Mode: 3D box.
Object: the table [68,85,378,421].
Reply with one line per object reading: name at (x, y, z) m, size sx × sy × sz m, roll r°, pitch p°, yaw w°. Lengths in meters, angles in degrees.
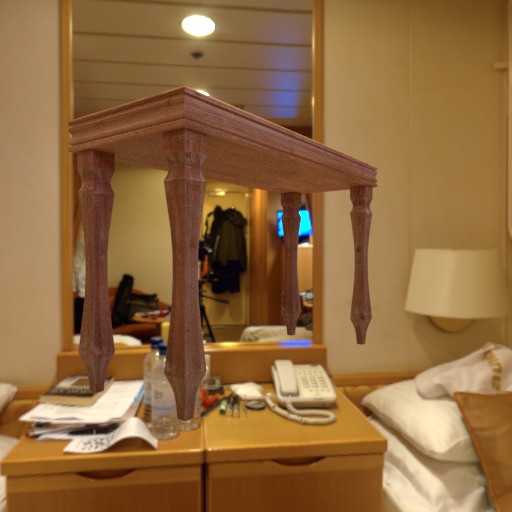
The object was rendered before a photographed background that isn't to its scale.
table at (0.000, 0.000, 1.808) m, size 0.522 × 0.873 × 1.330 m, roll 0°, pitch 1°, yaw 36°
